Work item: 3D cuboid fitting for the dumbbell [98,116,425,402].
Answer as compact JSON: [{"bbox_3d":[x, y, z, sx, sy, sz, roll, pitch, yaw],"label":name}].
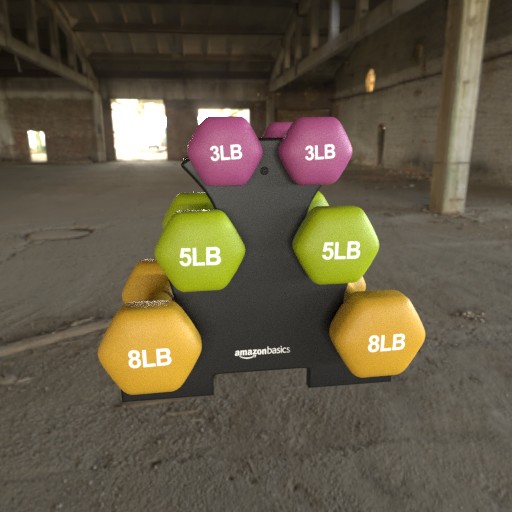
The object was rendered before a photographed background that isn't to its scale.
[{"bbox_3d":[0.000,0.000,0.461,0.300,0.271,0.190,-2,15,-8],"label":"dumbbell"}]
